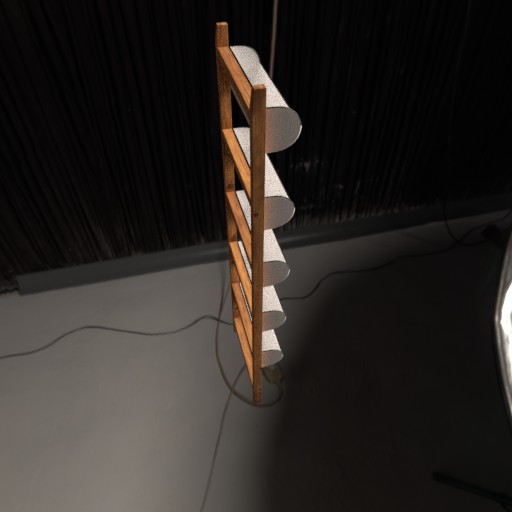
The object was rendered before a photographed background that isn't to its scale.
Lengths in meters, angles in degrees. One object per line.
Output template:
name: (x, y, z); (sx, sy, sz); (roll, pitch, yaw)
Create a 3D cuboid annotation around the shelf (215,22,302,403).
shelf: (0.000, 0.000, 1.769); (0.141, 1.600, 0.454); (-11, 47, -10)
